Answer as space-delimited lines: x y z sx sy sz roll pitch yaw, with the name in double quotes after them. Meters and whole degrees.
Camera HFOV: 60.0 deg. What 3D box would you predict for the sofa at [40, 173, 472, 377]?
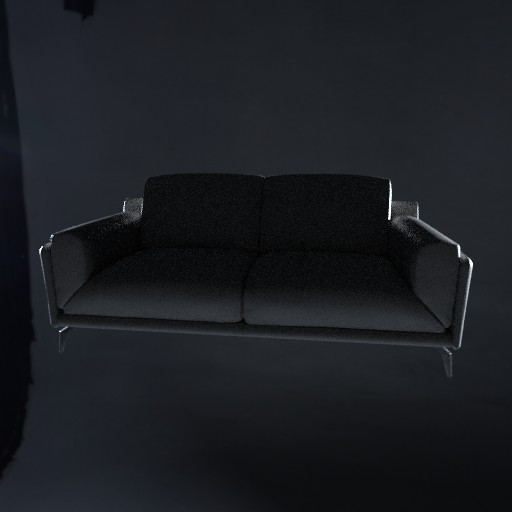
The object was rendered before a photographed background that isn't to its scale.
0.000 0.000 2.622 2.101 0.930 1.049 2 13 8 "sofa"
